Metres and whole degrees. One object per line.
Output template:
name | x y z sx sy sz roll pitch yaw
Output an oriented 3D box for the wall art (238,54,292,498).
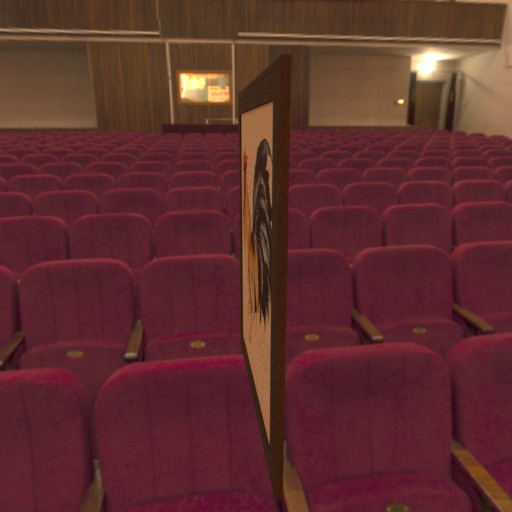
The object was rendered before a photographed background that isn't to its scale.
wall art | 0.000 0.000 0.769 0.013 0.570 0.476 -2 16 -7
